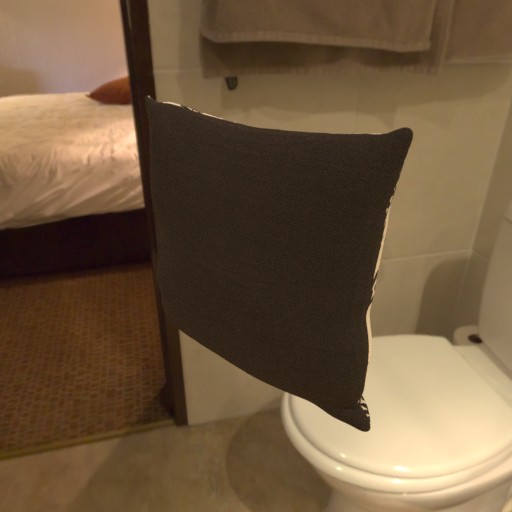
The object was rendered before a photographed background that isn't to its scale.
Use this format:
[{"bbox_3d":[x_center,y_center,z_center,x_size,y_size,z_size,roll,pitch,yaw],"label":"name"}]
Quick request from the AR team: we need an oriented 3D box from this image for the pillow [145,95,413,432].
[{"bbox_3d":[0.000,0.000,0.676,0.440,0.441,0.182,21,35,33],"label":"pillow"}]
